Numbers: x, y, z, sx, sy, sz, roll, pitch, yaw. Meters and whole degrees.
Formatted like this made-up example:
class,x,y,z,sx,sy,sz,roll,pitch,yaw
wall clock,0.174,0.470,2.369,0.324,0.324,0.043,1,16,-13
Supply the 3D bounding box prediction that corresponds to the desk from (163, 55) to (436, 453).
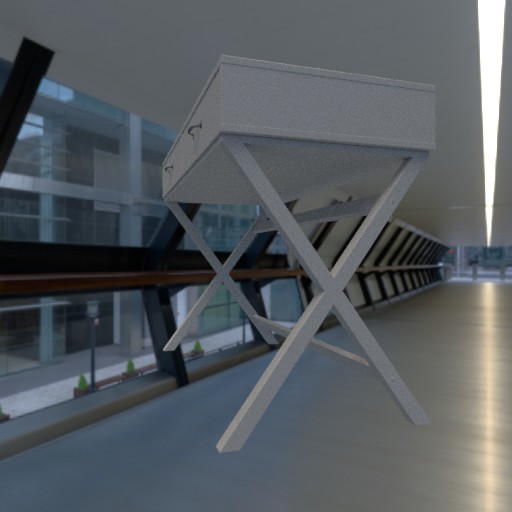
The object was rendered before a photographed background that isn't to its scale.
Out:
class,x,y,z,sx,sy,sz,roll,pitch,yaw
desk,0.000,0.000,1.437,0.525,0.780,1.057,0,0,-18
